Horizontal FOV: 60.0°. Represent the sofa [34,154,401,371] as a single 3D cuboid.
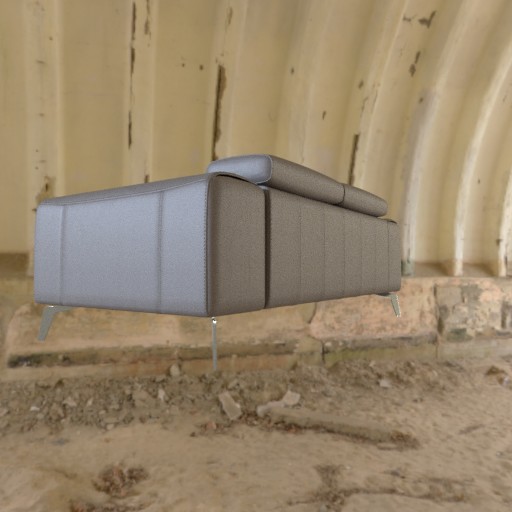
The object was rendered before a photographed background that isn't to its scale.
[{"bbox_3d":[0.000,0.000,2.398,1.024,0.753,1.930,-1,-2,34],"label":"sofa"}]
